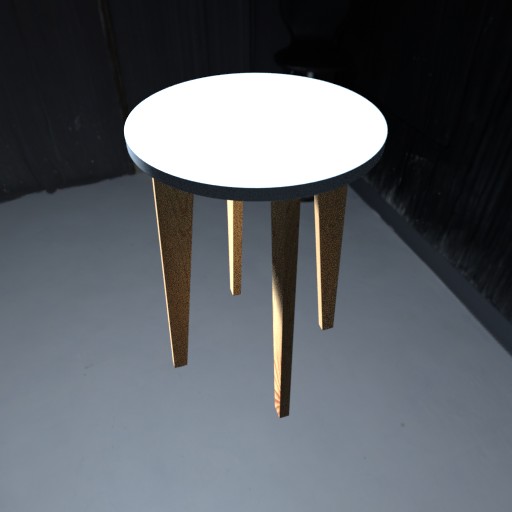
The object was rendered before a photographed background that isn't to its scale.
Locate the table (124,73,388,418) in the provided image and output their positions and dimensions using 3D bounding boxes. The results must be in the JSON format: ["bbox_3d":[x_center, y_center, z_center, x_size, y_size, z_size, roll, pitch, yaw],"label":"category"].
[{"bbox_3d":[0.000,0.000,0.768,0.350,0.500,0.350,0,41,0],"label":"table"}]
